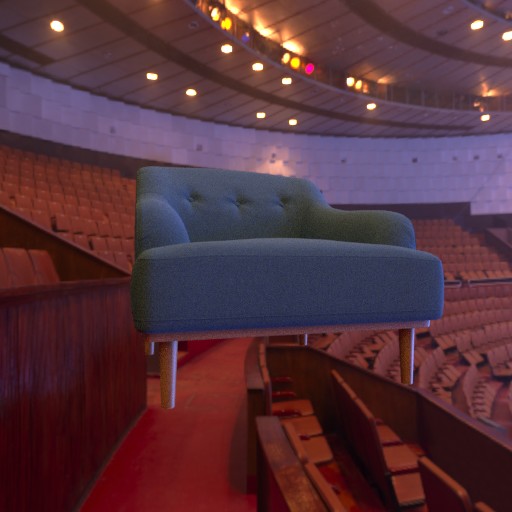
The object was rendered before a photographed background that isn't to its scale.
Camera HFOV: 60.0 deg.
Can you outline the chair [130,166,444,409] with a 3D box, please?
[{"bbox_3d":[0.000,0.000,1.660,0.946,0.818,0.951,0,-1,-19],"label":"chair"}]
